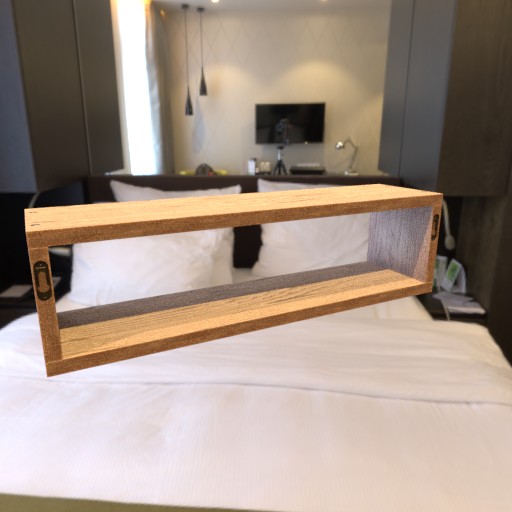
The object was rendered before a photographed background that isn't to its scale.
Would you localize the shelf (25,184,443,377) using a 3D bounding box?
[{"bbox_3d":[0.000,0.000,0.678,0.610,0.170,0.150,-8,18,-26],"label":"shelf"}]
